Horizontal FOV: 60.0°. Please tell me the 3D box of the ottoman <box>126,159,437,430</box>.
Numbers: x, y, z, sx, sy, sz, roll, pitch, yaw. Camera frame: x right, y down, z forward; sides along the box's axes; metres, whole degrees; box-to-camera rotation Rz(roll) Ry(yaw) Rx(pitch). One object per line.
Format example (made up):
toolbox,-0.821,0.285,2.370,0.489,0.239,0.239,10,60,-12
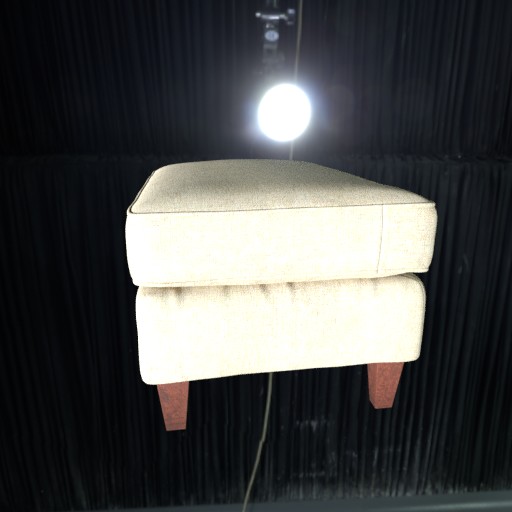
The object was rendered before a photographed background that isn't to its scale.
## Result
ottoman,0.000,0.000,1.221,0.583,0.484,0.862,-3,17,-8
